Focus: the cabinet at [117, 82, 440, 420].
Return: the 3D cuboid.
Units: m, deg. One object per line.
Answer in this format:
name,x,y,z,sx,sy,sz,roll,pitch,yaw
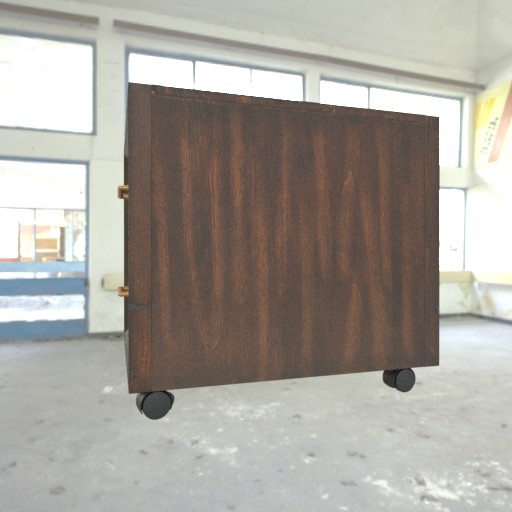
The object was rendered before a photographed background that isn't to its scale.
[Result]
cabinet,0.000,0.000,0.838,0.500,0.455,0.402,0,0,-17
